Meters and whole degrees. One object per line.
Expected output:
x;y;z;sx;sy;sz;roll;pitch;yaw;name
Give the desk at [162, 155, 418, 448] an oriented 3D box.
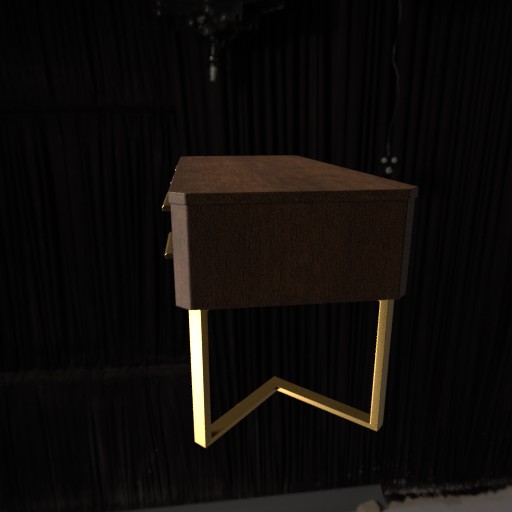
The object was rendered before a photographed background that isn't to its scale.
0.000;0.000;1.922;0.684;0.762;1.479;-2;16;-8;desk
